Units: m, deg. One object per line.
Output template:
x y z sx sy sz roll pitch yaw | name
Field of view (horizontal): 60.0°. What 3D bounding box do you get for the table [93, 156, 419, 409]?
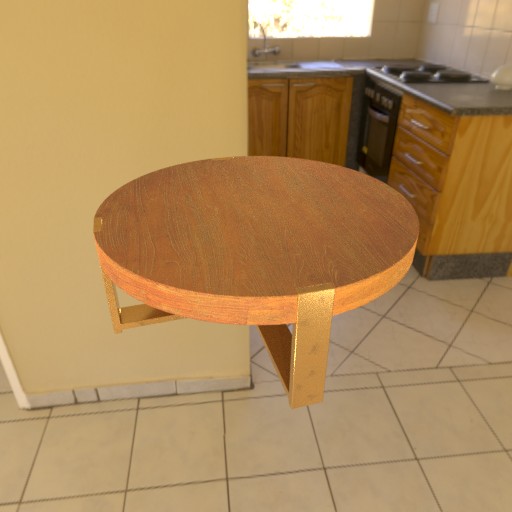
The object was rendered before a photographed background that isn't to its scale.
0.000 0.000 1.678 1.100 0.420 1.100 0 31 0 | table
